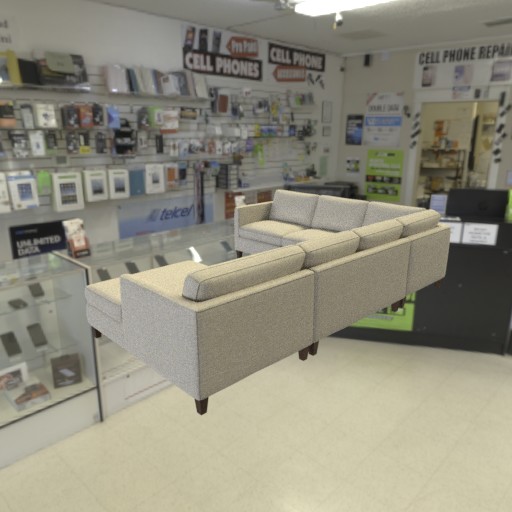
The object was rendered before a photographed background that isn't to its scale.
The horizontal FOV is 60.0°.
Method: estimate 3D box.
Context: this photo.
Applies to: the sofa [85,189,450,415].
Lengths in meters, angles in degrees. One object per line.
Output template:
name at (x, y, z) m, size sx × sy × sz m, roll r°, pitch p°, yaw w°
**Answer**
sofa at (0.000, 0.000, 4.531) m, size 3.403 × 0.889 × 2.551 m, roll -15°, pitch 21°, yaw -42°
